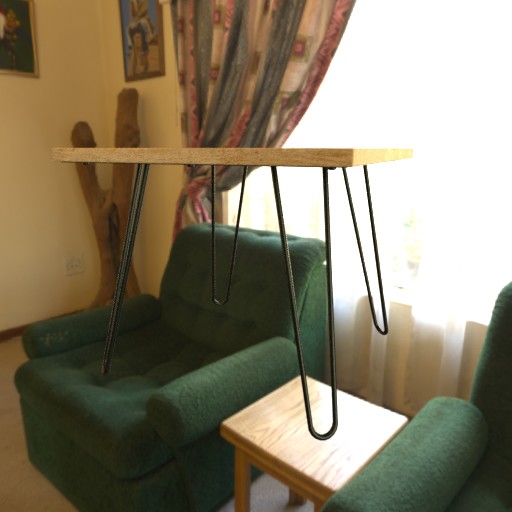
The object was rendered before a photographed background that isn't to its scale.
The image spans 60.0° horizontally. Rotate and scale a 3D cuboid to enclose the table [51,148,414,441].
[{"bbox_3d":[0.000,0.000,1.056,0.599,0.500,0.599,7,15,26],"label":"table"}]
